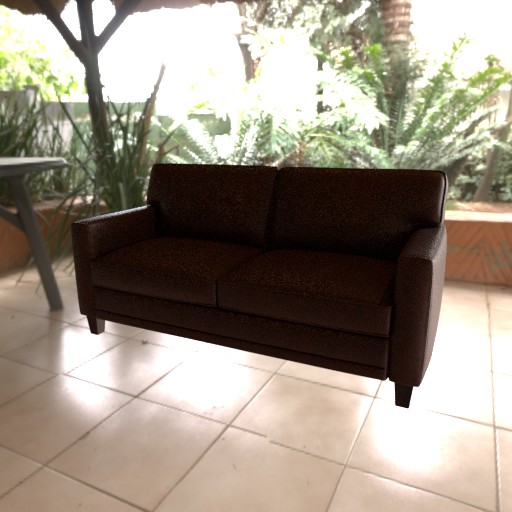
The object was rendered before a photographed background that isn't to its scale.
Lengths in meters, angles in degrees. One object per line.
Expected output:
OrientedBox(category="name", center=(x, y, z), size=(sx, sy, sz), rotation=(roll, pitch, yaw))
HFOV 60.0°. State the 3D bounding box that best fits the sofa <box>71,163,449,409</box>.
OrientedBox(category="sofa", center=(0.000, 0.000, 2.391), size=(1.876, 0.928, 0.912), rotation=(7, 16, 24))
